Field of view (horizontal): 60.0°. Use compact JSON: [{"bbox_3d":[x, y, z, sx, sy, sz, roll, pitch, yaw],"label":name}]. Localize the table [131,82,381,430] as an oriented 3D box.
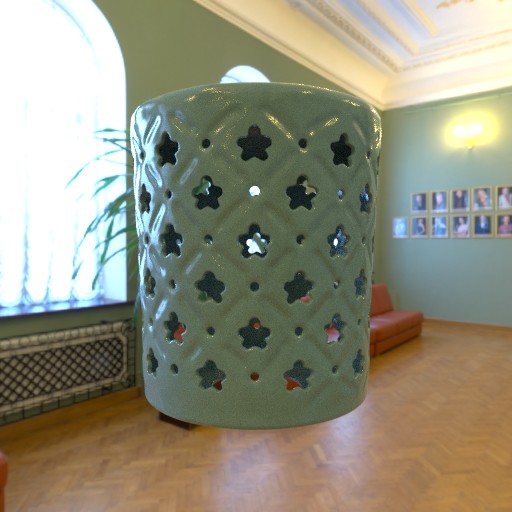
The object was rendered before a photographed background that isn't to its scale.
[{"bbox_3d":[0.000,0.000,0.646,0.352,0.387,0.352,0,1,0],"label":"table"}]
